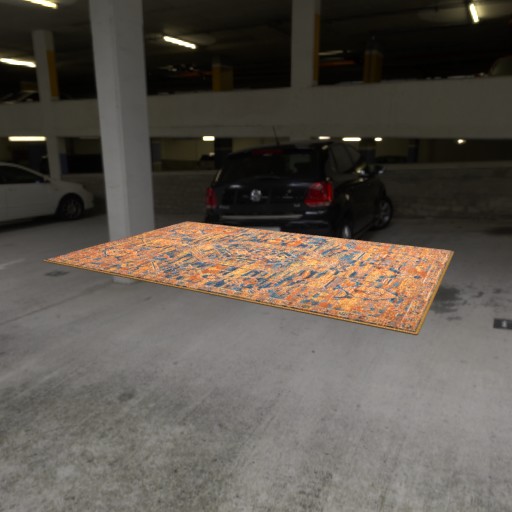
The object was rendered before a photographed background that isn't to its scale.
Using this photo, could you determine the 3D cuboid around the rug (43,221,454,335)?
[{"bbox_3d":[0.000,0.000,2.256,1.758,0.013,1.148,8,17,27],"label":"rug"}]
